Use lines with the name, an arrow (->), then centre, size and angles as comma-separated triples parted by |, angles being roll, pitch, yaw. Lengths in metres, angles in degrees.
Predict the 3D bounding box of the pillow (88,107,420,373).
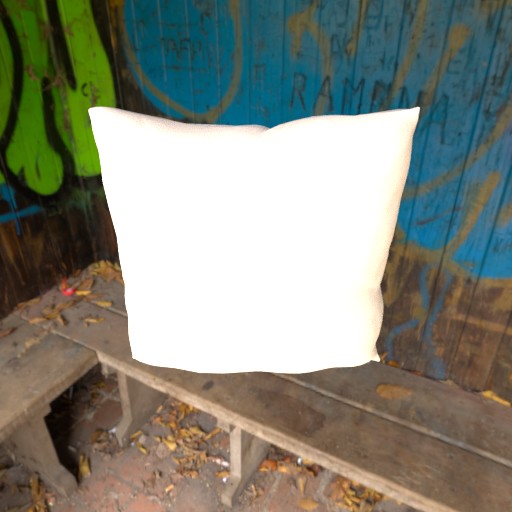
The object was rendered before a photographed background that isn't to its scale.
pillow -> 0.000, 0.000, 0.690 | 0.450, 0.448, 0.245 | 0, 30, 0
